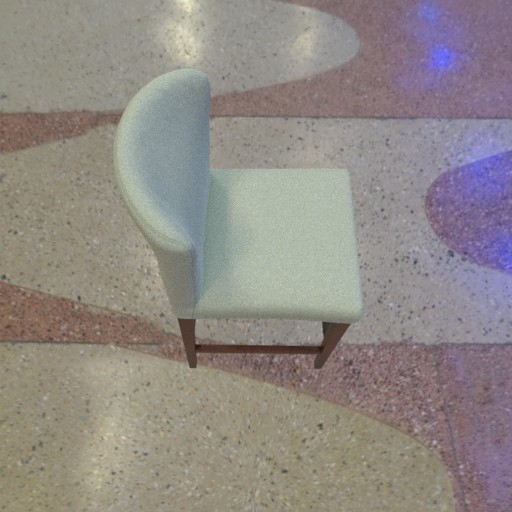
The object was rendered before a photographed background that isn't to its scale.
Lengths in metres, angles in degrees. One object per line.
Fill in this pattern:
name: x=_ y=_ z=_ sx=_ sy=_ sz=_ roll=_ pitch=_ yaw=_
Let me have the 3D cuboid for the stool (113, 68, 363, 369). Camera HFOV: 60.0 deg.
stool: x=0.000 y=0.000 z=1.354 sx=0.568 sy=1.069 sz=0.479 roll=1 pitch=63 yaw=0
